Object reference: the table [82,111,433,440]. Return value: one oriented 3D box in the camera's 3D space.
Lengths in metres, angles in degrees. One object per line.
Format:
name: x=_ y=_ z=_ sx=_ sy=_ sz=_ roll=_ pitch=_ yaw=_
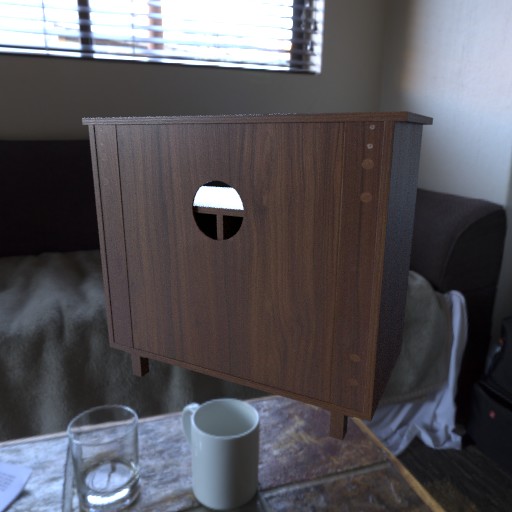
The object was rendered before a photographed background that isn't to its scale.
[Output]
table: x=0.000 y=0.000 z=1.220 sx=0.802 sy=0.725 sz=0.390 roll=8 pitch=17 yaw=26
